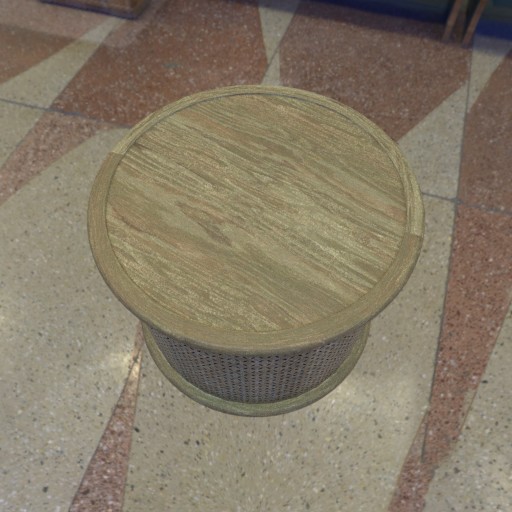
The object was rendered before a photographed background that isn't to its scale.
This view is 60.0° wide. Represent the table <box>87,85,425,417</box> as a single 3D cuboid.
[{"bbox_3d":[0.000,0.000,0.993,0.607,0.450,0.607,0,59,0],"label":"table"}]
